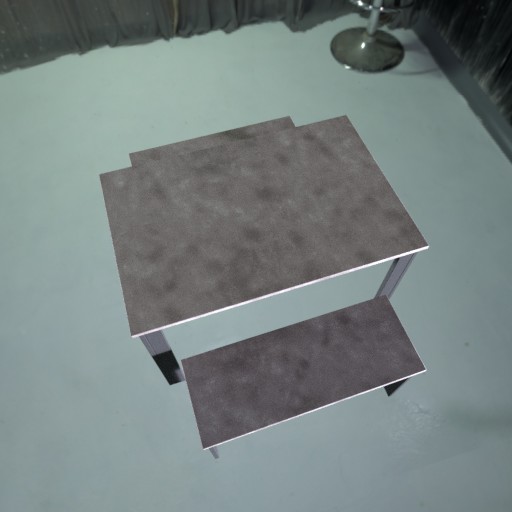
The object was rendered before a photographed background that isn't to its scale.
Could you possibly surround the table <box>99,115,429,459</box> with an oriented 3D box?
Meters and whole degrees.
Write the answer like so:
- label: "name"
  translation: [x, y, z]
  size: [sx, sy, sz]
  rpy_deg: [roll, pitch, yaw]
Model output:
- label: "table"
  translation: [0.000, 0.000, 2.009]
  size: [1.100, 0.700, 1.443]
  rpy_deg: [-16, 60, -9]
